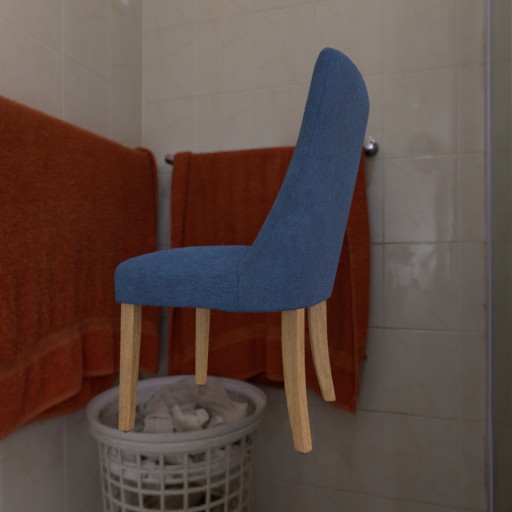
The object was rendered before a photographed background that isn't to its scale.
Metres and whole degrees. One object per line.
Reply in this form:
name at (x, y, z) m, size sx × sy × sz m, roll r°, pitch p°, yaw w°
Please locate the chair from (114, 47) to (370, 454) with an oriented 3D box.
chair at (0.000, 0.000, 1.240) m, size 0.609 × 0.902 × 0.495 m, roll 0°, pitch 0°, yaw 20°
